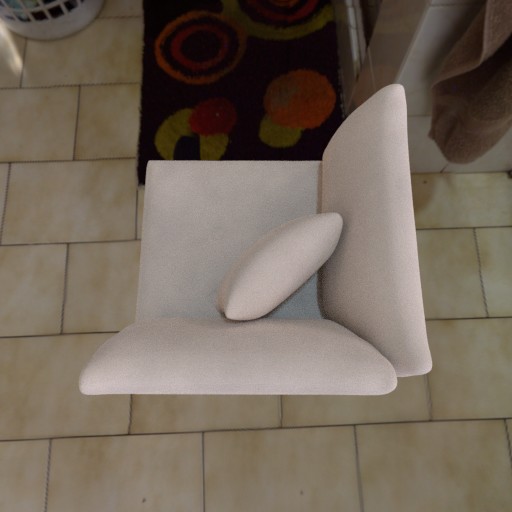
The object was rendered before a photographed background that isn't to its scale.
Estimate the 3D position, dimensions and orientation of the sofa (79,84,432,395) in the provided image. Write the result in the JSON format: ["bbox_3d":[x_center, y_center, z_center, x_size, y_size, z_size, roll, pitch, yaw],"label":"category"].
[{"bbox_3d":[0.000,0.000,1.711,1.000,0.820,1.000,0,75,0],"label":"sofa"}]
